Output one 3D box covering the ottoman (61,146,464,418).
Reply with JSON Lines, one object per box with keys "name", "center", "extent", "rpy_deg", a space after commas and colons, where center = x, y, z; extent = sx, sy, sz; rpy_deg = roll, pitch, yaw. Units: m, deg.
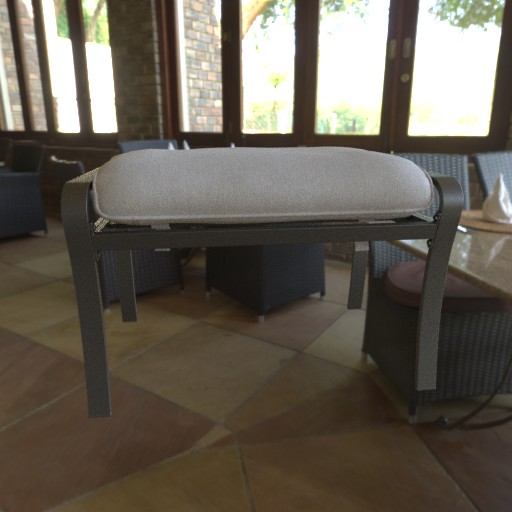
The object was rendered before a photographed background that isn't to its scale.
{"name": "ottoman", "center": [0.000, 0.000, 0.892], "extent": [0.610, 0.422, 0.406], "rpy_deg": [-2, 17, -8]}
